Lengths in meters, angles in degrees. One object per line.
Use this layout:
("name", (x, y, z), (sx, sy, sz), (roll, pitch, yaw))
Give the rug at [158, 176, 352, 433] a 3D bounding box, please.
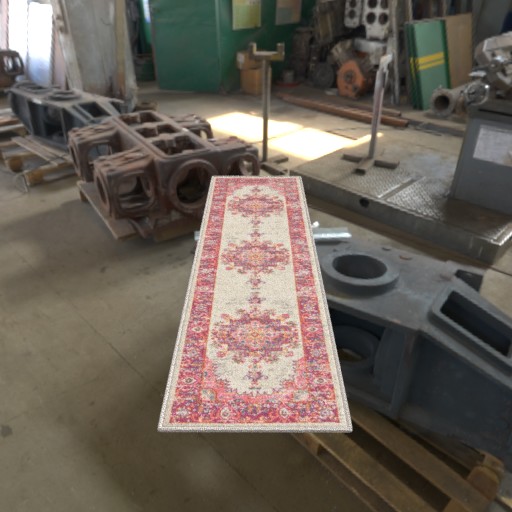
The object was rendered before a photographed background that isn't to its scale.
("rug", (0.000, 0.000, 2.025), (0.562, 0.009, 1.824), (0, 33, 0))
